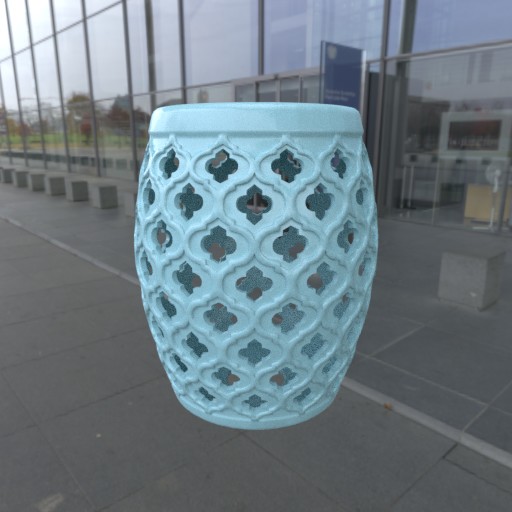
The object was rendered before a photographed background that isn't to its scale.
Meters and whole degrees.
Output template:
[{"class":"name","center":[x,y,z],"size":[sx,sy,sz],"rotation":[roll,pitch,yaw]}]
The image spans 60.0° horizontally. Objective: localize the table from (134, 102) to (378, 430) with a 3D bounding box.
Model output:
[{"class":"table","center":[0.000,0.000,0.618],"size":[0.325,0.388,0.325],"rotation":[0,15,0]}]
